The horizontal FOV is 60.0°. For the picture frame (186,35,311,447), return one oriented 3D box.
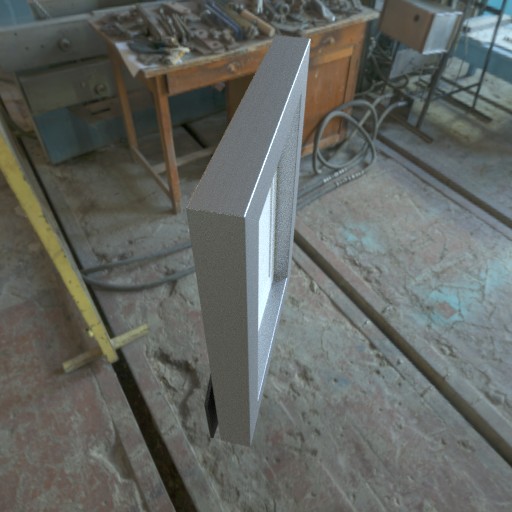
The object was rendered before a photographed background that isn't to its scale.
[{"bbox_3d":[0.000,0.000,0.279,0.028,0.208,0.157,9,47,9],"label":"picture frame"}]
